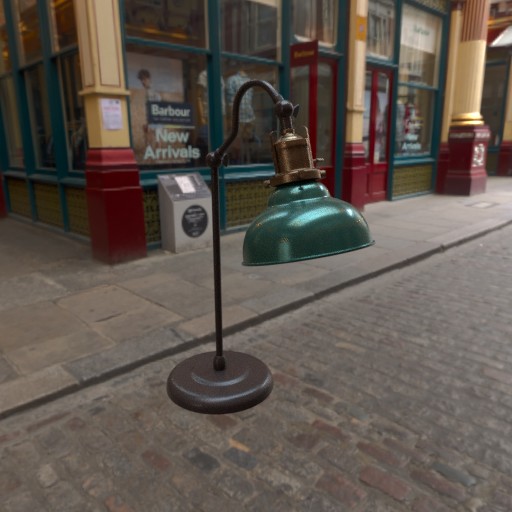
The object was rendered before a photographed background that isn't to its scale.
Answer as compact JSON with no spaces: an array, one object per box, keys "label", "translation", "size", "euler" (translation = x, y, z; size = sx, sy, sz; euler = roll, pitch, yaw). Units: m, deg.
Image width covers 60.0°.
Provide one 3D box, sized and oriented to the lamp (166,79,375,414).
[{"label":"lamp","translation":[0.000,0.000,0.678],"size":[0.374,0.508,0.192],"euler":[14,20,43]}]
